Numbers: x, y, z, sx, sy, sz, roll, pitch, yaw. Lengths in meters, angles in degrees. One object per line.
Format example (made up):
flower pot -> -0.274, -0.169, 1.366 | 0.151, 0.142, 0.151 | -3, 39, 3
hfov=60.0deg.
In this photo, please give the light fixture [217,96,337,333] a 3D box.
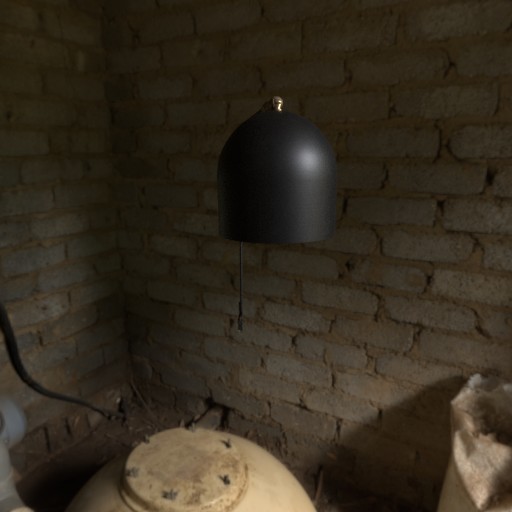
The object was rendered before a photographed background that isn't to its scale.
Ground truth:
light fixture -> 0.000, 0.000, 1.088 | 0.215, 0.696, 0.720 | -2, 14, -8
